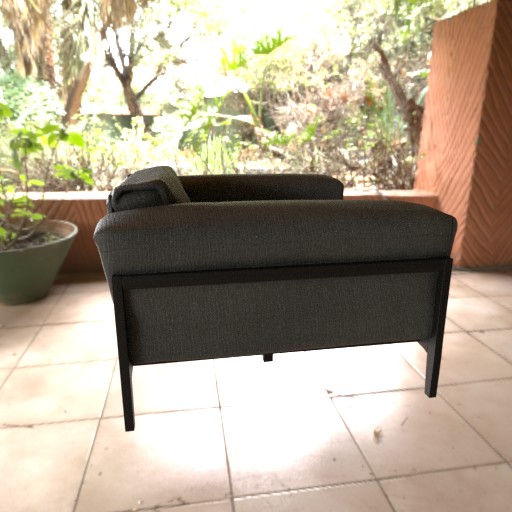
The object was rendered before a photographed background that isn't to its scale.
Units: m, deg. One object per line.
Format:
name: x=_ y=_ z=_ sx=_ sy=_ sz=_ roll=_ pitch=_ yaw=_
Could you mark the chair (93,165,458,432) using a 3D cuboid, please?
chair: x=0.000 y=0.000 z=1.657 sx=0.969 sy=0.646 sz=1.056 roll=-3 pitch=16 yaw=-10
